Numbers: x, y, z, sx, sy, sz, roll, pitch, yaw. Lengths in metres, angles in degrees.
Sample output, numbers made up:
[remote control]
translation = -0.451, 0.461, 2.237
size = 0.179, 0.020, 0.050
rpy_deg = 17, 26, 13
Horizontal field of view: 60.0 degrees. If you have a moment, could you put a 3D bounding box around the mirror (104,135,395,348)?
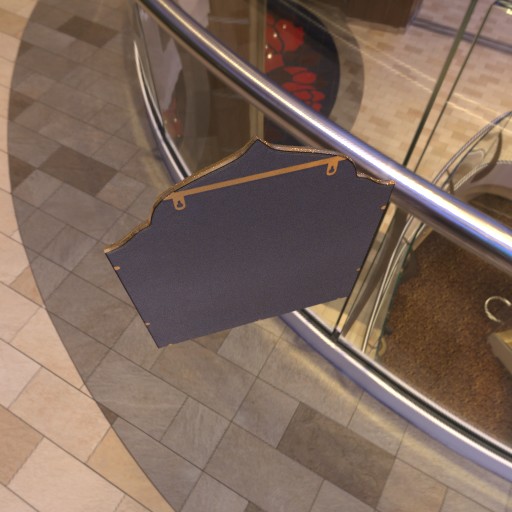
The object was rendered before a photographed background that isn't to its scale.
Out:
[mirror]
translation = 0.000, 0.000, 0.871
size = 0.513, 0.635, 0.018
rpy_deg = -14, 60, -8
